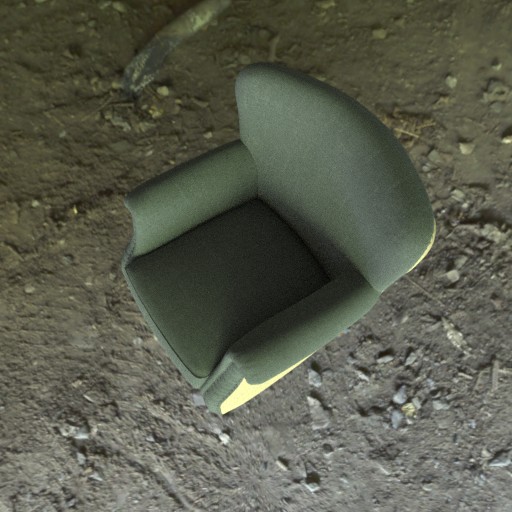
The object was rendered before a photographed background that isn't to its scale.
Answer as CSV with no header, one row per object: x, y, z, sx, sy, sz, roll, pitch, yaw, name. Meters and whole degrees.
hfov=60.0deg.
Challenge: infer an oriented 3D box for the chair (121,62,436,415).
0.000,0.000,1.652,0.921,0.936,0.861,-32,68,-15,chair
